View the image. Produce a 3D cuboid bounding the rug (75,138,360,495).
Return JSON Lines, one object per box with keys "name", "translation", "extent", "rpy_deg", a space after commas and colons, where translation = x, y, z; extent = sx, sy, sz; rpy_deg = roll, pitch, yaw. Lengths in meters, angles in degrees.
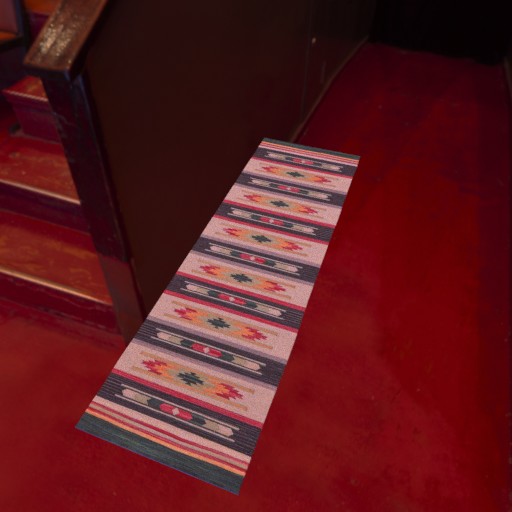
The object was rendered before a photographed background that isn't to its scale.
{"name": "rug", "translation": [0.000, 0.000, 2.590], "extent": [0.760, 0.009, 2.440], "rpy_deg": [15, 48, 14]}
